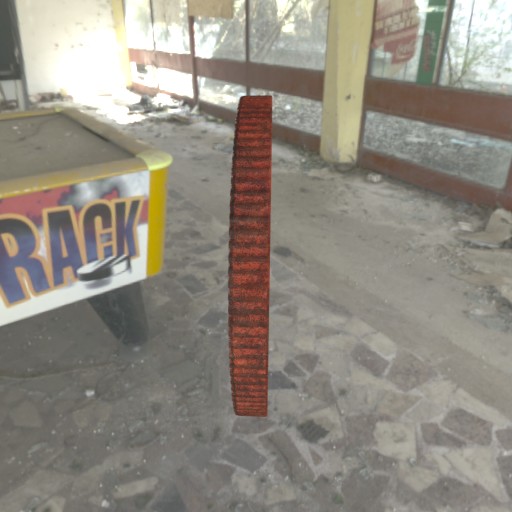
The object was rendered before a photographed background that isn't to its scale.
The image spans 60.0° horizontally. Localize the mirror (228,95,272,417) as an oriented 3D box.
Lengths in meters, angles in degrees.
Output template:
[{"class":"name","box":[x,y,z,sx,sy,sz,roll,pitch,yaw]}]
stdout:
[{"class":"mirror","box":[0.000,0.000,0.894,0.056,0.609,0.609,1,28,2]}]
